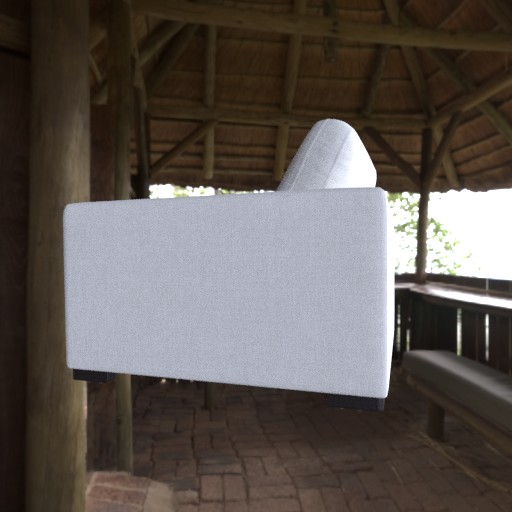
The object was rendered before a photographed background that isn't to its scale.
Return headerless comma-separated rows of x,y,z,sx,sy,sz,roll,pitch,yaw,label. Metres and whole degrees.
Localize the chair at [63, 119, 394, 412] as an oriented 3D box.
0.000,0.000,1.871,1.100,0.876,1.070,0,0,18,chair
